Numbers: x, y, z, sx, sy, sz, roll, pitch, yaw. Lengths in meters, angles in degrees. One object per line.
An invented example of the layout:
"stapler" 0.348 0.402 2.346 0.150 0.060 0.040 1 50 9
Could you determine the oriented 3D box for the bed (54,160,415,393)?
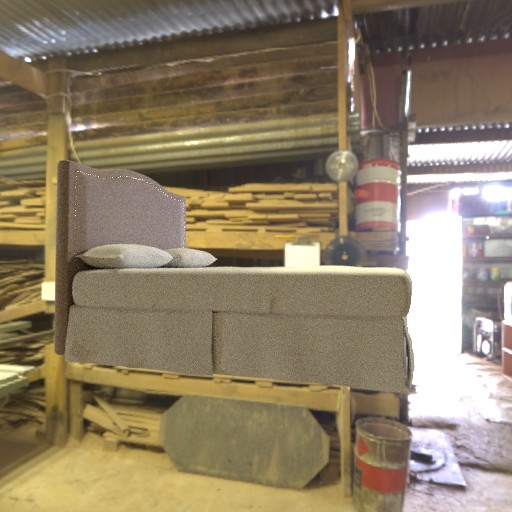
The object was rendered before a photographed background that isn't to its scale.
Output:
"bed" 0.000 0.000 3.424 2.282 1.436 1.821 0 -1 18
